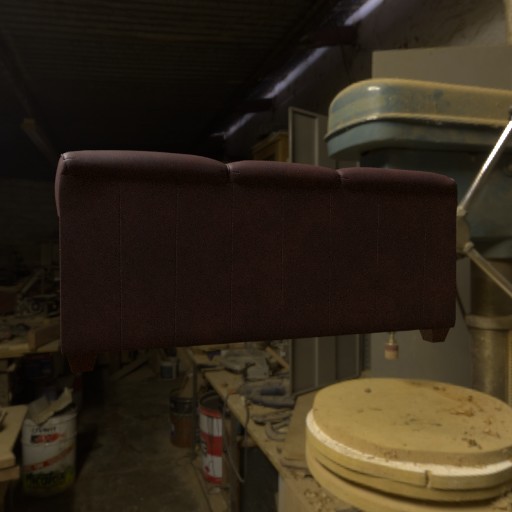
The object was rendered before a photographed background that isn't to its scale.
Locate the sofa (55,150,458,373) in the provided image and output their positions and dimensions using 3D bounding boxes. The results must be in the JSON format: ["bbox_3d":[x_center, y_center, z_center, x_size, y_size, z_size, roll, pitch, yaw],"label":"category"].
[{"bbox_3d":[0.000,0.000,2.561,2.039,0.953,1.008,0,1,-19],"label":"sofa"}]
